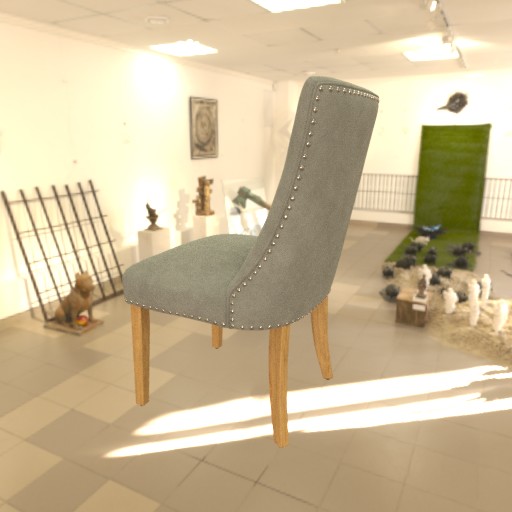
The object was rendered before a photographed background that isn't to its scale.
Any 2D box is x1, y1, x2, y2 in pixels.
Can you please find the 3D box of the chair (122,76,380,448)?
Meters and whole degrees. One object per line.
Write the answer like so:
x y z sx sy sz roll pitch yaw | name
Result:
0.000 0.000 1.285 0.610 0.902 0.495 8 17 26 | chair
